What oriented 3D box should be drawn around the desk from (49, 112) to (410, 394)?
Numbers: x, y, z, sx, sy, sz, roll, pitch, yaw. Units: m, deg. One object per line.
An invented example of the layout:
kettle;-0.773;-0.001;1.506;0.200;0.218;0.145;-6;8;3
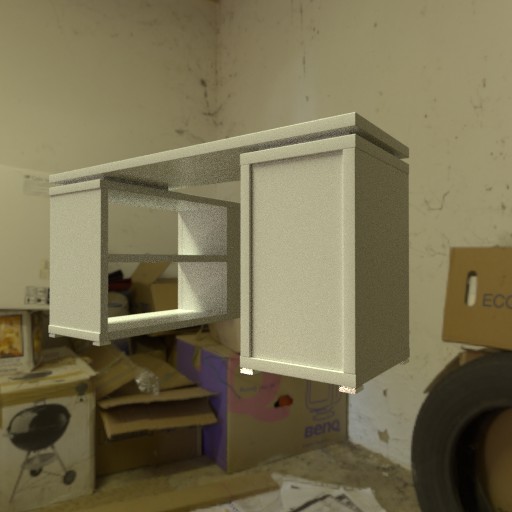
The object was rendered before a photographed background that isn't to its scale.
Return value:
desk;0.000;0.000;2.112;1.524;0.753;1.200;0;-1;36
